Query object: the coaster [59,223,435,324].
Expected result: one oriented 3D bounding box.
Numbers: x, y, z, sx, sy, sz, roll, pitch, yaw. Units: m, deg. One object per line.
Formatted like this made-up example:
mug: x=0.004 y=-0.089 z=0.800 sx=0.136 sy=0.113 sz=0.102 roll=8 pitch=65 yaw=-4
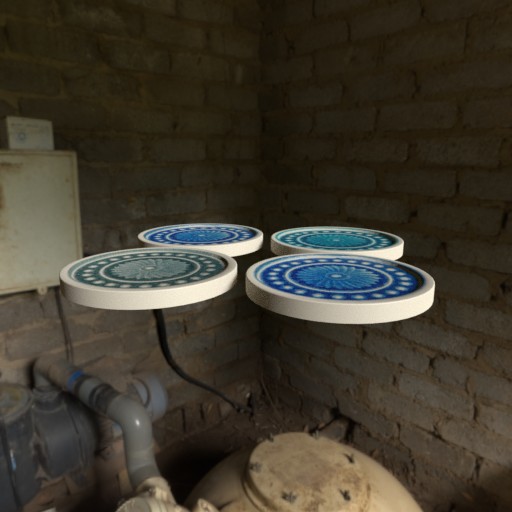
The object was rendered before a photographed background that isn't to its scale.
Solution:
coaster: x=0.000 y=0.000 z=0.326 sx=0.224 sy=0.010 sz=0.220 roll=2 pitch=14 yaw=9
